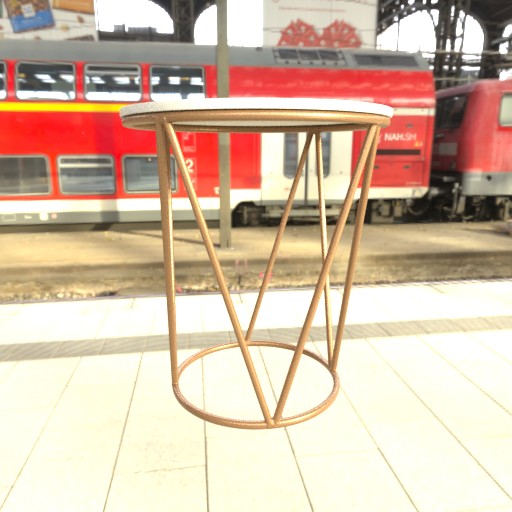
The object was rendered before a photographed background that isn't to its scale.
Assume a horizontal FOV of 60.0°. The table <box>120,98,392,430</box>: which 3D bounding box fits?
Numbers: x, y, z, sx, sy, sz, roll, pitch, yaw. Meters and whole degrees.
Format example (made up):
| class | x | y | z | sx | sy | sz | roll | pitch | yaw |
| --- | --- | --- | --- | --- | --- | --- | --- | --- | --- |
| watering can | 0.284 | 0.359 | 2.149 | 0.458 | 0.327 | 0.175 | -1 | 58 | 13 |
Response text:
| class | x | y | z | sx | sy | sz | roll | pitch | yaw |
| --- | --- | --- | --- | --- | --- | --- | --- | --- | --- |
| table | 0.000 | 0.000 | 0.913 | 0.500 | 0.564 | 0.500 | 0 | 14 | 0 |
